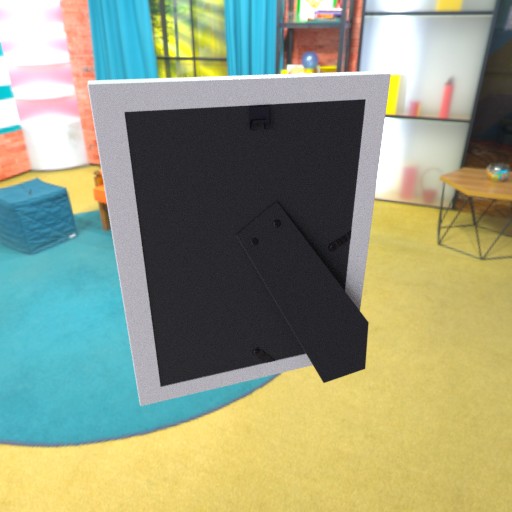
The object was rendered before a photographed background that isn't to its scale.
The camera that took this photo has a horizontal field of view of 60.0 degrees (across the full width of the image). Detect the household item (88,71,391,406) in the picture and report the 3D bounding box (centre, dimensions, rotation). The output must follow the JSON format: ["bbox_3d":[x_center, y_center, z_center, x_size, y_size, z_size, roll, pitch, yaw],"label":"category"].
[{"bbox_3d":[0.000,0.000,0.335,0.200,0.250,0.045,-9,29,-16],"label":"household item"}]
